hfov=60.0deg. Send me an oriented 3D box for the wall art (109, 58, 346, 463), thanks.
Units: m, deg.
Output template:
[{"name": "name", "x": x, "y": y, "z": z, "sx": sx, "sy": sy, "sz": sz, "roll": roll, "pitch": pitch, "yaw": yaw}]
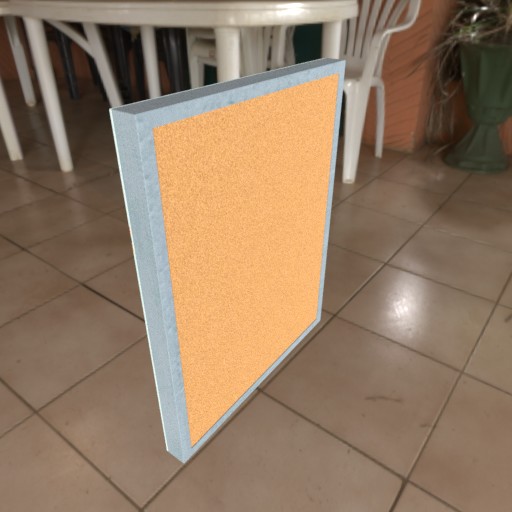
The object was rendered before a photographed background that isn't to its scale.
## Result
[{"name": "wall art", "x": 0.000, "y": 0.000, "z": 0.674, "sx": 0.037, "sy": 0.509, "sz": 0.409, "roll": 21, "pitch": 37, "yaw": 30}]
